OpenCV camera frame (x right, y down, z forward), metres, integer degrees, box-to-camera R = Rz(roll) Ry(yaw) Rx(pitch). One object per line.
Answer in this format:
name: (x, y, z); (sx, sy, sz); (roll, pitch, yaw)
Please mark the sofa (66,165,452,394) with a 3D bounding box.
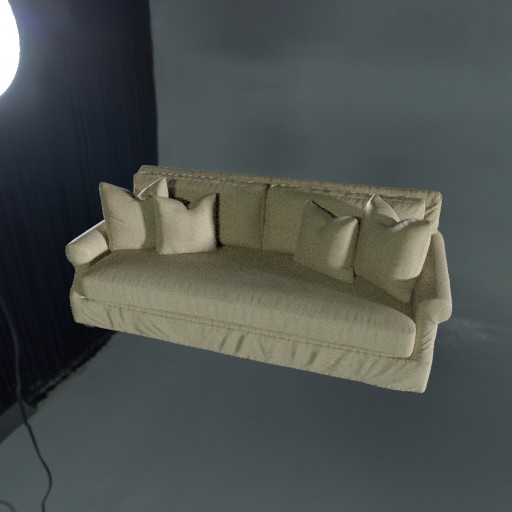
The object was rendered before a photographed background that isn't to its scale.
sofa: (0.000, 0.000, 2.846); (2.285, 0.904, 1.067); (8, 27, 16)
